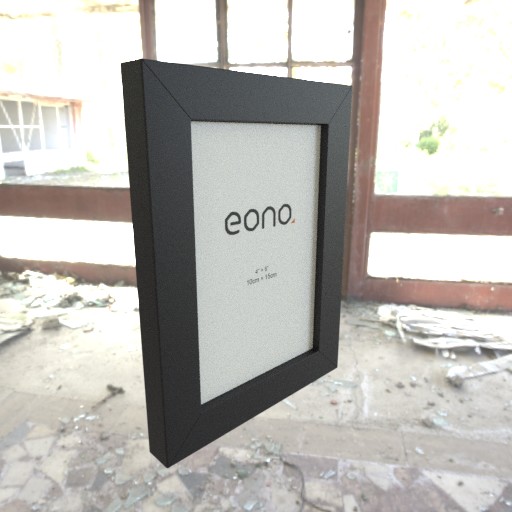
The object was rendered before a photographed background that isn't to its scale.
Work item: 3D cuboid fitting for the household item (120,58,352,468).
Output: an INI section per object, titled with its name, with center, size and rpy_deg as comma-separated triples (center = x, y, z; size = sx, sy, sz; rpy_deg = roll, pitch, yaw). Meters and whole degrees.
[household item]
center = 0.000, 0.000, 0.235
size = 0.133, 0.178, 0.022
rpy_deg = -14, 21, -42
